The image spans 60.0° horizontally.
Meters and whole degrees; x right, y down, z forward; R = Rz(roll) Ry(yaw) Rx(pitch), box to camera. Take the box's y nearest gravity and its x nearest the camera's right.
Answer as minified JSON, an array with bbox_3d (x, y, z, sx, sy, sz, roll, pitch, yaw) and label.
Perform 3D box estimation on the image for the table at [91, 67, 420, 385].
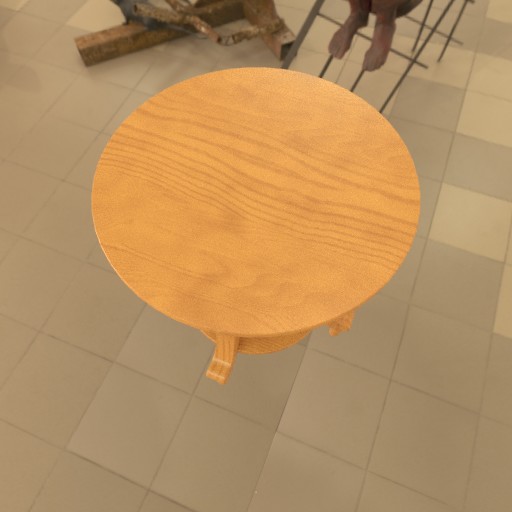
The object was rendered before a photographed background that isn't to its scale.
[{"bbox_3d":[0.000,0.000,1.083,0.597,0.612,0.597,0,62,0],"label":"table"}]
